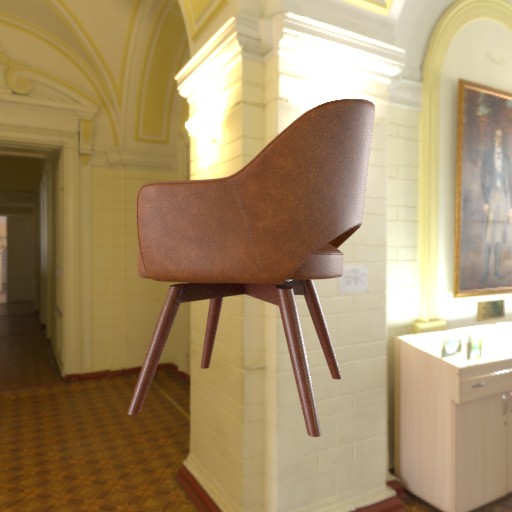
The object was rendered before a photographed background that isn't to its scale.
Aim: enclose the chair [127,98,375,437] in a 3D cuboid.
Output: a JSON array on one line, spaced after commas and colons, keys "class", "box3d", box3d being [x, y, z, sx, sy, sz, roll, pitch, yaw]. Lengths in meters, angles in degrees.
[{"class": "chair", "box3d": [0.000, 0.000, 1.237, 0.640, 0.777, 0.591, 0, 1, 17]}]
